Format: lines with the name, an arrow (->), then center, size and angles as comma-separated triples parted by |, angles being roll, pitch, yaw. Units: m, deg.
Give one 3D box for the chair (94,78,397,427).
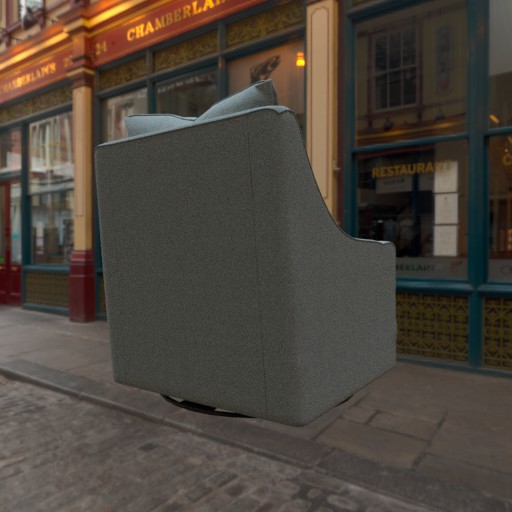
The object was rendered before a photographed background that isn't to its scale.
chair -> 0.000, 0.000, 1.605 | 0.760, 0.926, 0.870 | 0, 0, 34
